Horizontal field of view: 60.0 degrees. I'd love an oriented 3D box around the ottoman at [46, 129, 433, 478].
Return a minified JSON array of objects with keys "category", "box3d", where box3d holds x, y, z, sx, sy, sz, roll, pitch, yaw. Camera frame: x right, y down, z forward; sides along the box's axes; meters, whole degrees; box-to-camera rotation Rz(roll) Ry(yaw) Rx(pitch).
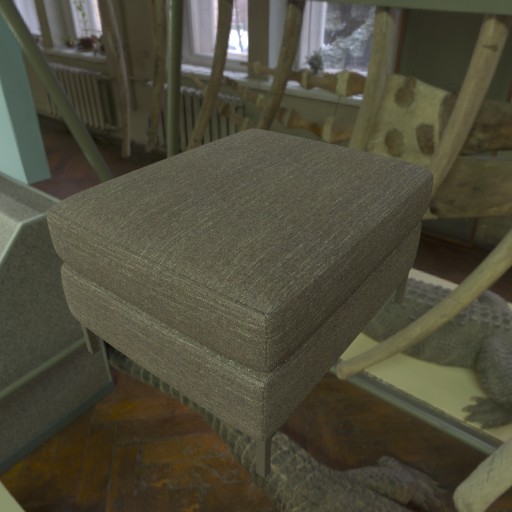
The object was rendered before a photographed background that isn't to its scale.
[{"category":"ottoman","box3d":[0.000,0.000,1.222,0.671,0.490,0.820,22,38,31]}]
